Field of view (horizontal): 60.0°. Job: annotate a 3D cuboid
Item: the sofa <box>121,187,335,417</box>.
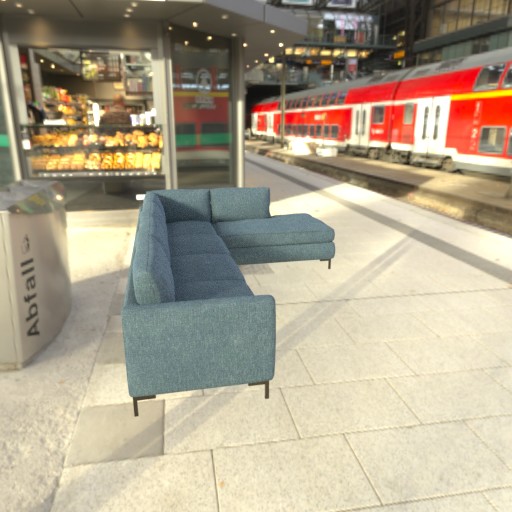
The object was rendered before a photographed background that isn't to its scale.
[{"bbox_3d":[0.000,0.000,3.793,2.007,0.815,2.949,-4,17,-12],"label":"sofa"}]
